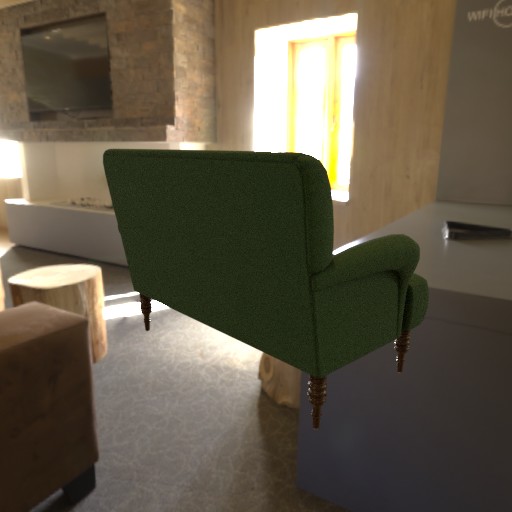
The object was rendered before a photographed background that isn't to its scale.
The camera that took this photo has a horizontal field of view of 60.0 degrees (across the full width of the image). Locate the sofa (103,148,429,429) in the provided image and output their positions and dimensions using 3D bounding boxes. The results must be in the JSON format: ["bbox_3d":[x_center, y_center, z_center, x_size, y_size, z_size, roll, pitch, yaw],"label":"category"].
[{"bbox_3d":[0.000,0.000,1.890,0.779,0.889,1.297,-13,19,-42],"label":"sofa"}]
